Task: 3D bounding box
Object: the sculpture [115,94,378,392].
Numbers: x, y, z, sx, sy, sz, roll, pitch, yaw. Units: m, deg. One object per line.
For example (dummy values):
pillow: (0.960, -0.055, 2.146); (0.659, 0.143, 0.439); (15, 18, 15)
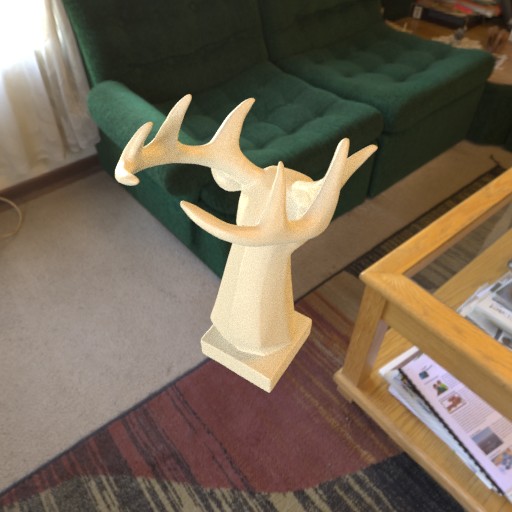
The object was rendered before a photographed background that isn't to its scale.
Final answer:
sculpture: (0.000, 0.000, 0.459); (0.174, 0.329, 0.224); (25, 50, 23)
